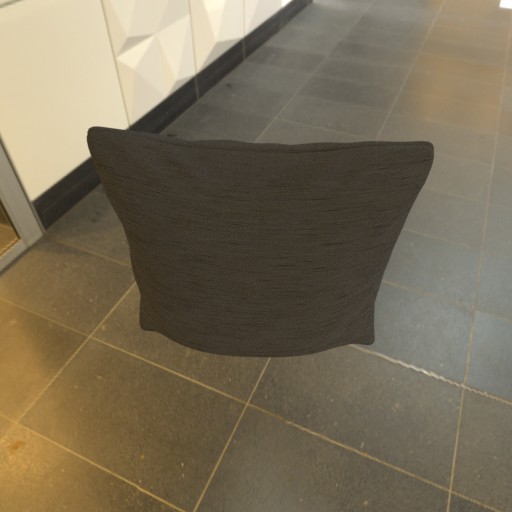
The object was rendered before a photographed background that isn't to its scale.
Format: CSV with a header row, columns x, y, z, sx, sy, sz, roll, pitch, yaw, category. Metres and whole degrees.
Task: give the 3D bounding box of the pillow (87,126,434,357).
x,y,z,sx,sy,sz,roll,pitch,yaw,category
0.000,0.000,0.681,0.432,0.414,0.246,3,45,3,pillow
